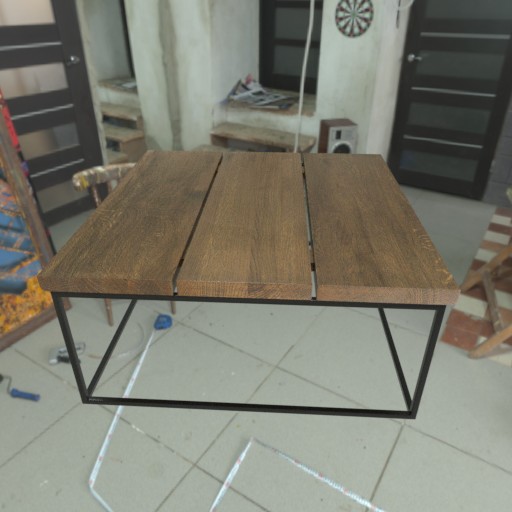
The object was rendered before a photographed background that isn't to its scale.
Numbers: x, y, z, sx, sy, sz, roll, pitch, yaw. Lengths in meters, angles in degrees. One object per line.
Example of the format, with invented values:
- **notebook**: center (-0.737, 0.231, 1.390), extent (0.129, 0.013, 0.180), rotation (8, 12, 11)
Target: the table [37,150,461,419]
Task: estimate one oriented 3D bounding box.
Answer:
- **table**: center (0.000, 0.000, 1.426), extent (0.900, 0.400, 0.900), rotation (2, 31, 3)
